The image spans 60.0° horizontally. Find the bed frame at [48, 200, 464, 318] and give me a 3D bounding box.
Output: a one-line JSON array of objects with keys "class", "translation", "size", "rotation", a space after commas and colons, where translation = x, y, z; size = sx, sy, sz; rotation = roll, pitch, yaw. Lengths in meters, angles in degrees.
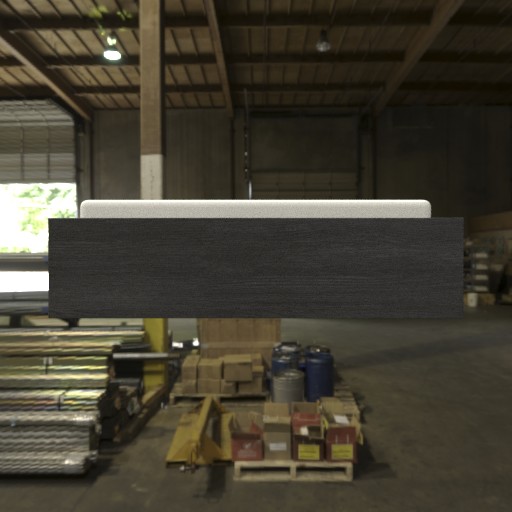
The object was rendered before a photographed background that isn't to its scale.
[{"class": "bed frame", "translation": [0.000, 0.000, 2.563], "size": [1.490, 0.432, 1.950], "rotation": [0, 0, 0]}]
